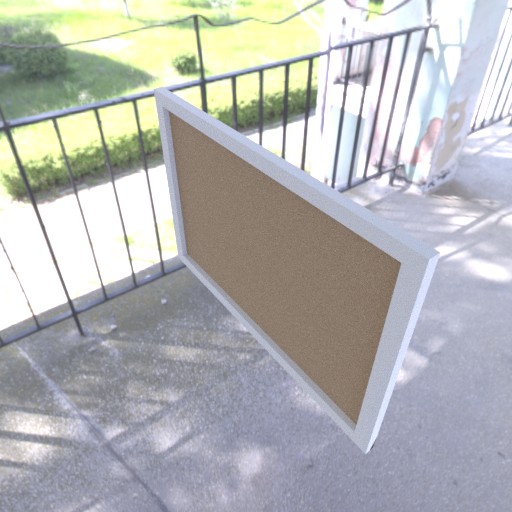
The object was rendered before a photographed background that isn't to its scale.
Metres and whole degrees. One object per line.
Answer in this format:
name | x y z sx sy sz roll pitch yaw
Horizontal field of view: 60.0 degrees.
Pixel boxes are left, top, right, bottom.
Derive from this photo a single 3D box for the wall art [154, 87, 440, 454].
wall art | 0.000 0.000 1.443 0.038 0.767 1.144 -25 46 -27
